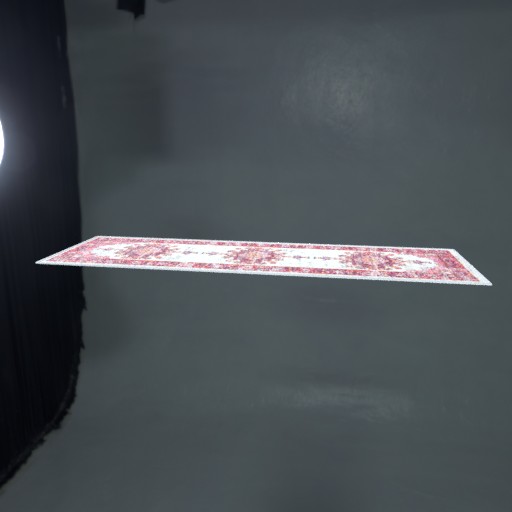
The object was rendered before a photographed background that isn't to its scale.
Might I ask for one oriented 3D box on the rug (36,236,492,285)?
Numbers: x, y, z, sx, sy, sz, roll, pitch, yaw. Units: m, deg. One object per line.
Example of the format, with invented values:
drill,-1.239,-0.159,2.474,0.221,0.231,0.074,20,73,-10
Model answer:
rug,0.000,0.000,2.511,2.294,0.011,0.666,2,15,9
